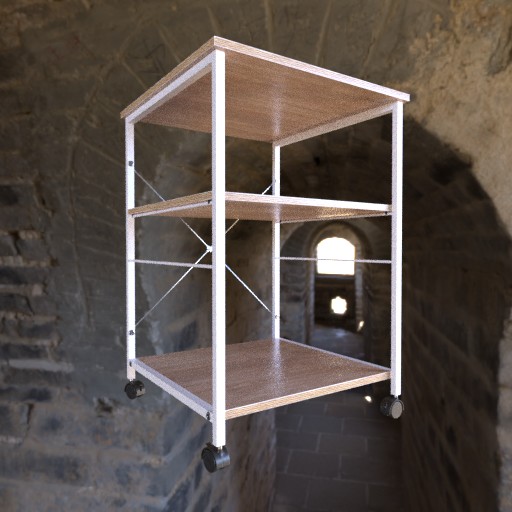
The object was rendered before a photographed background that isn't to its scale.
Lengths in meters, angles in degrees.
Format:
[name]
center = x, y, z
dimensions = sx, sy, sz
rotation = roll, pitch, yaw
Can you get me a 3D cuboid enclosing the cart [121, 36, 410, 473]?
[cart]
center = 0.000, 0.000, 1.119
dimensions = 0.521, 0.762, 0.520
rotation = -1, 1, -34
